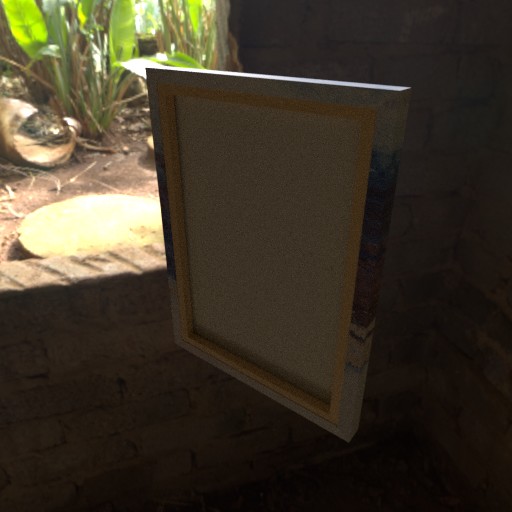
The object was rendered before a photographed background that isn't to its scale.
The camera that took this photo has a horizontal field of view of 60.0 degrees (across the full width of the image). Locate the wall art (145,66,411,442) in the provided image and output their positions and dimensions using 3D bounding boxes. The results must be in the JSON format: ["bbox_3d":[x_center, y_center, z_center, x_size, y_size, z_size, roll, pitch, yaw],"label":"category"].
[{"bbox_3d":[0.000,0.000,0.766,0.437,0.581,0.036,20,34,33],"label":"wall art"}]
